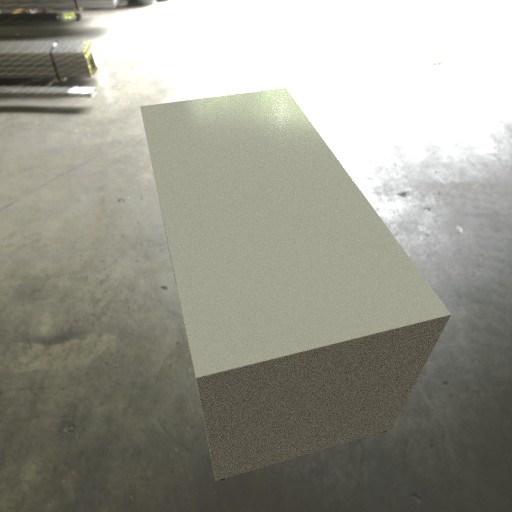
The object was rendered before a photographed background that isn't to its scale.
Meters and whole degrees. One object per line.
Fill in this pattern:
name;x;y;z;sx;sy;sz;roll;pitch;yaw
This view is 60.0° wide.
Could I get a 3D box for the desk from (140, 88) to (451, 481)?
desk;0.000;0.000;1.853;0.690;0.740;1.400;-11;47;-11
